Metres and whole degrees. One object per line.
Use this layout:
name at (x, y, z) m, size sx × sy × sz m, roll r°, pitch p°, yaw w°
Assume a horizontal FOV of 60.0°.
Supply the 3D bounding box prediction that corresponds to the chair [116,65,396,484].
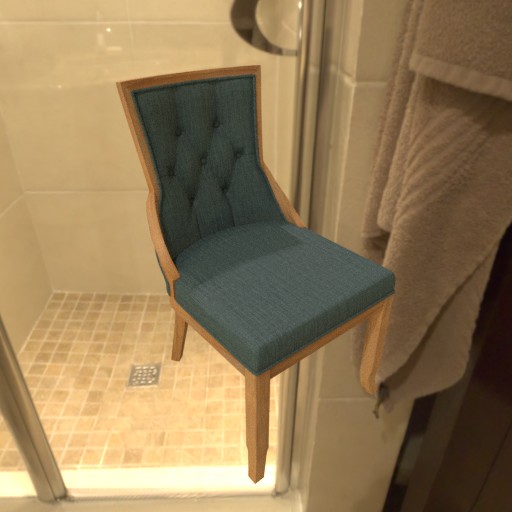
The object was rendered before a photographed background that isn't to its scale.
chair at (0.000, 0.000, 1.305) m, size 0.524 × 0.947 × 0.641 m, roll -23°, pitch 38°, yaw -32°
